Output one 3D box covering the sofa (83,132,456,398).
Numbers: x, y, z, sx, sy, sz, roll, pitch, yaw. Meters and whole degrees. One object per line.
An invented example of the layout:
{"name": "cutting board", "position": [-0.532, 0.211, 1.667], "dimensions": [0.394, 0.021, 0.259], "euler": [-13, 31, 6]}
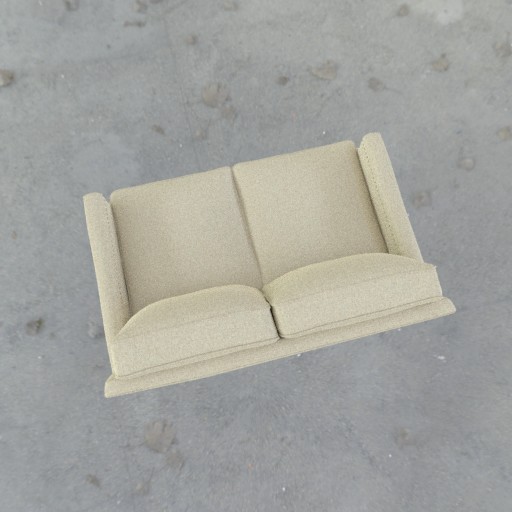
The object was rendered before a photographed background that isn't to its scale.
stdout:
{"name": "sofa", "position": [0.000, 0.000, 2.299], "dimensions": [1.597, 1.003, 1.084], "euler": [-13, 75, -3]}
